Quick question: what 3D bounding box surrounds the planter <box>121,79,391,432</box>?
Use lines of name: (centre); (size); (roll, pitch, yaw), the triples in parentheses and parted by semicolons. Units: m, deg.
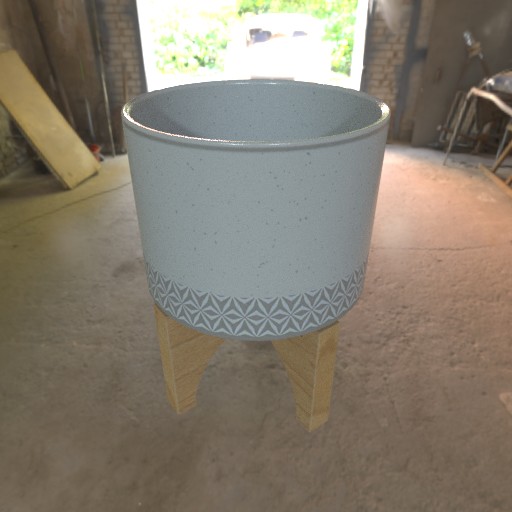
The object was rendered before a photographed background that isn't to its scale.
planter: (0.000, 0.000, 0.266); (0.130, 0.178, 0.130); (0, 32, 0)
